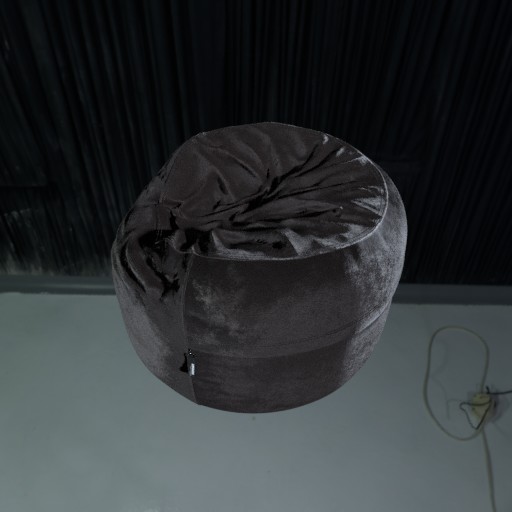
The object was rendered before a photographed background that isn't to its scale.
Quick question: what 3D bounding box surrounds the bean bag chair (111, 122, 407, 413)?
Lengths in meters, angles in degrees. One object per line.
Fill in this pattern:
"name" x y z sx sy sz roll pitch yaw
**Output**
"bean bag chair" 0.000 0.000 1.467 0.918 0.605 0.918 0 40 0
